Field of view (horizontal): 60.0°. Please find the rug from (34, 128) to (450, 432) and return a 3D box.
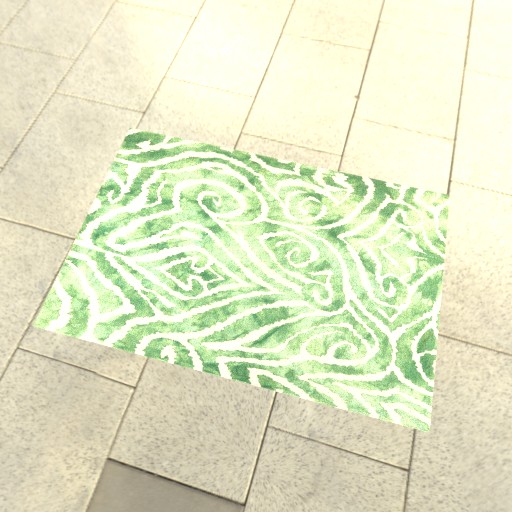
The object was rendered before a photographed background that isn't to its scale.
[{"bbox_3d":[0.000,0.000,2.217,1.826,0.006,1.220,13,65,6],"label":"rug"}]
